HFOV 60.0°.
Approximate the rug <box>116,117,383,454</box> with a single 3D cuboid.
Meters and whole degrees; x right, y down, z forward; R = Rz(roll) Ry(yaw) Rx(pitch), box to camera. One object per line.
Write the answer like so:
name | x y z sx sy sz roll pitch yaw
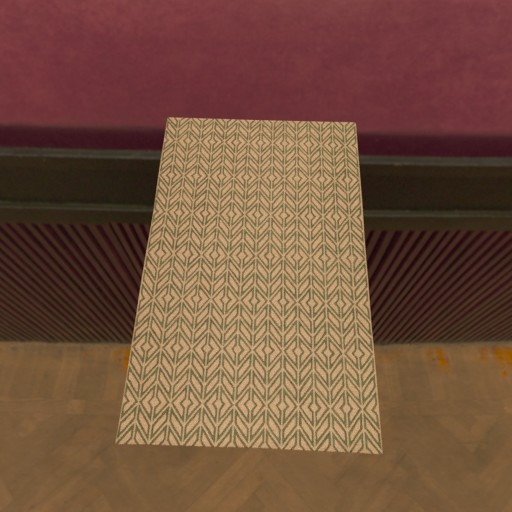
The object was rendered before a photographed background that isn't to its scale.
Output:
rug | 0.000 0.000 3.042 1.517 0.011 2.435 2 64 1
